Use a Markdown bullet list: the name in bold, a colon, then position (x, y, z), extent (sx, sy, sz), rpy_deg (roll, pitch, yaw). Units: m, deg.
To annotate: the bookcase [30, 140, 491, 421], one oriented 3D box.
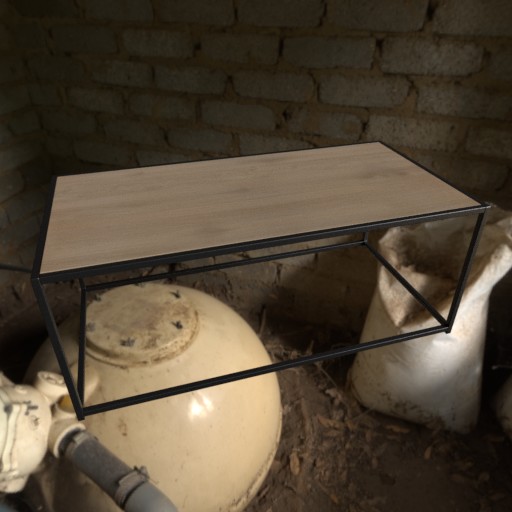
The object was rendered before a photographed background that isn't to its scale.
- **bookcase**: position (0.000, 0.000, 1.224), extent (1.000, 0.400, 0.500), rpy_deg (-9, 34, -14)
